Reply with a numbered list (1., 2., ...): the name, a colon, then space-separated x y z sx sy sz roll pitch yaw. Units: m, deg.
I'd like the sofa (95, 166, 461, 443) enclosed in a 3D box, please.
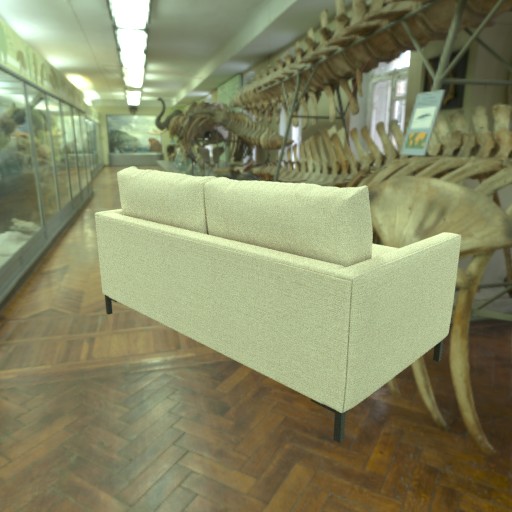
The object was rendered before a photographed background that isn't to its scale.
1. sofa: 0.000 0.000 2.149 1.651 0.812 0.839 14 20 43
